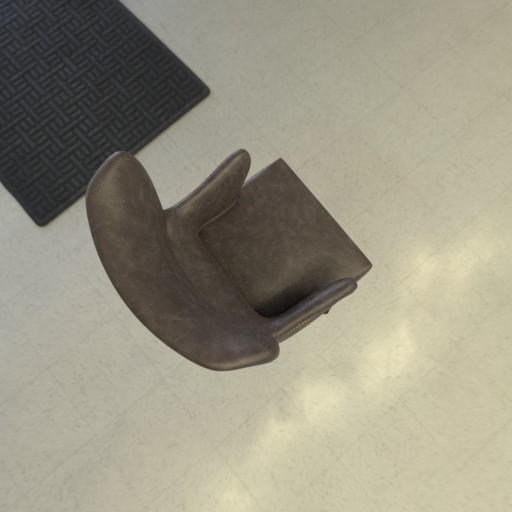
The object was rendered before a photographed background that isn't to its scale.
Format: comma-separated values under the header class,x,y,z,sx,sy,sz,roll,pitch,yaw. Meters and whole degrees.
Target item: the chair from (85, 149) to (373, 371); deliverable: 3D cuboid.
class,x,y,z,sx,sy,sz,roll,pitch,yaw
chair,0.000,0.000,1.465,0.717,1.037,0.594,-37,79,-9
